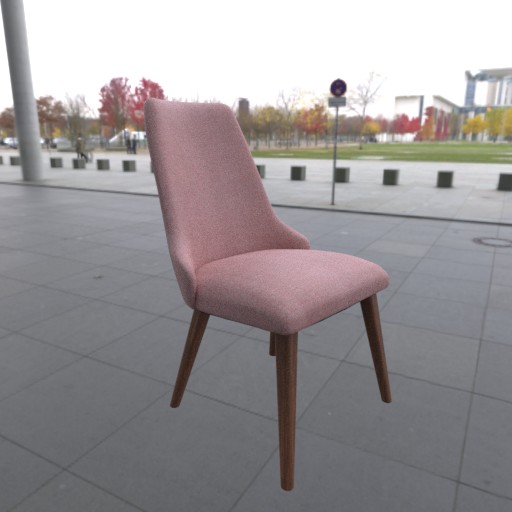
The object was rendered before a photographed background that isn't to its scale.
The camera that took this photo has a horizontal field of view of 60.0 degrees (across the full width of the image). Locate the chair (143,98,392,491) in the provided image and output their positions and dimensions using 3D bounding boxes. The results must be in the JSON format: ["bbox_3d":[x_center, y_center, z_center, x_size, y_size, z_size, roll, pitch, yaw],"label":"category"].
[{"bbox_3d":[0.000,0.000,1.333,0.707,0.918,0.535,14,20,42],"label":"chair"}]
